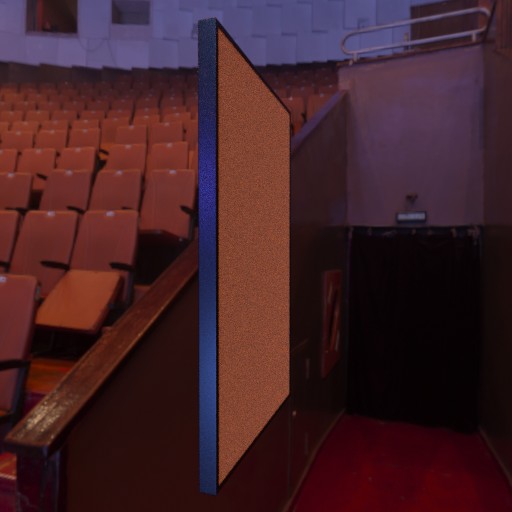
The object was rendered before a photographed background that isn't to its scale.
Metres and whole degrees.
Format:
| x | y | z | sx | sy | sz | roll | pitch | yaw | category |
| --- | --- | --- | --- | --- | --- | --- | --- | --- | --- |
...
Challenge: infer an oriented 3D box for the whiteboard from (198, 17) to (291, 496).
| x | y | z | sx | sy | sz | roll | pitch | yaw | category |
| --- | --- | --- | --- | --- | --- | --- | --- | --- | --- |
| 0.000 | 0.000 | 0.761 | 0.026 | 0.611 | 0.406 | 0 | 1 | 18 | whiteboard |
